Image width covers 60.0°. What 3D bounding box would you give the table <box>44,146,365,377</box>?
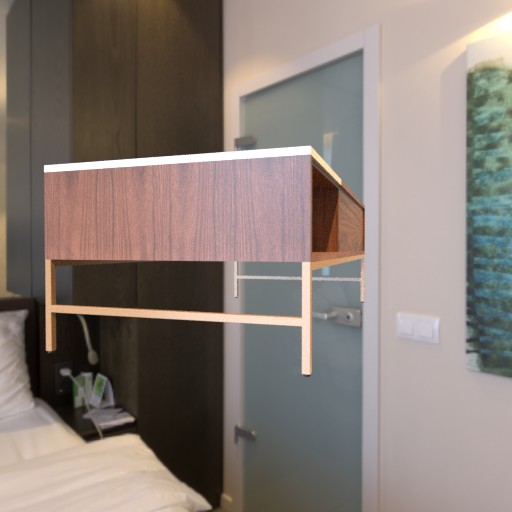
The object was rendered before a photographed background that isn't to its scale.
[{"bbox_3d":[0.000,0.000,1.914,0.789,0.551,1.553,0,1,18],"label":"table"}]
